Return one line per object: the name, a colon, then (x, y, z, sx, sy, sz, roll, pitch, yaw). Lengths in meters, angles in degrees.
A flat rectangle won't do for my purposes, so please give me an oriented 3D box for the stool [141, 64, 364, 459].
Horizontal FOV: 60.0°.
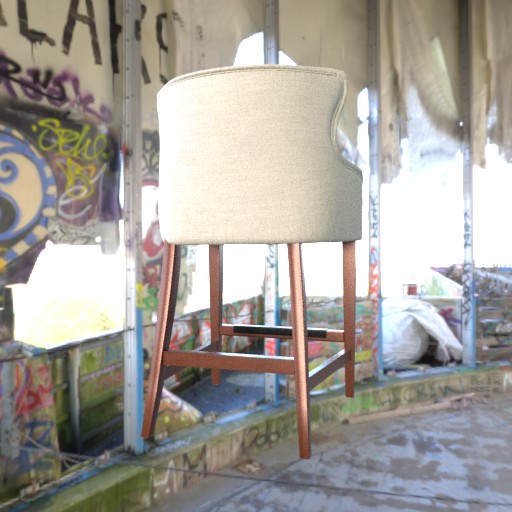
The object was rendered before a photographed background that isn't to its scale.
stool: (0.000, 0.000, 1.384, 0.615, 0.987, 0.637, 0, 0, 18)
